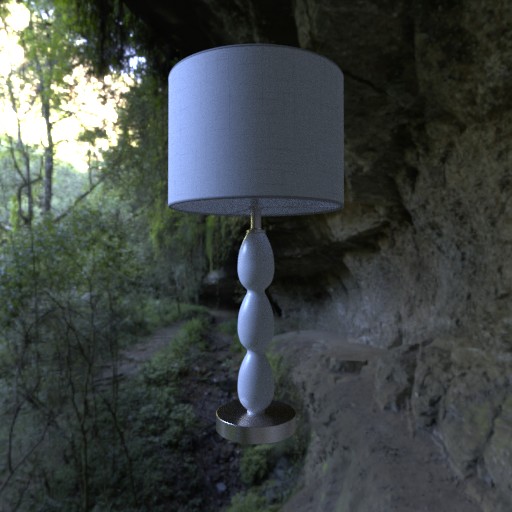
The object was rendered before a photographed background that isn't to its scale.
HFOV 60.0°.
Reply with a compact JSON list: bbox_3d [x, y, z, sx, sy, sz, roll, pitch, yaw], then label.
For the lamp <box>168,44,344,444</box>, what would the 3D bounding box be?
[{"bbox_3d":[0.000,0.000,0.722,0.282,0.559,0.280,0,0,36],"label":"lamp"}]
